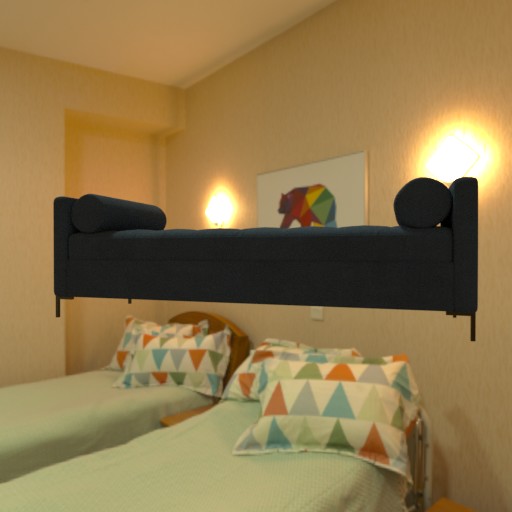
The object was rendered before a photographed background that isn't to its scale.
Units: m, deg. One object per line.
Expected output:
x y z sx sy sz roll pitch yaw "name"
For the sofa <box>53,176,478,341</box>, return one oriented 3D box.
0.000 0.000 2.290 1.981 0.635 0.686 0 1 18 "sofa"
